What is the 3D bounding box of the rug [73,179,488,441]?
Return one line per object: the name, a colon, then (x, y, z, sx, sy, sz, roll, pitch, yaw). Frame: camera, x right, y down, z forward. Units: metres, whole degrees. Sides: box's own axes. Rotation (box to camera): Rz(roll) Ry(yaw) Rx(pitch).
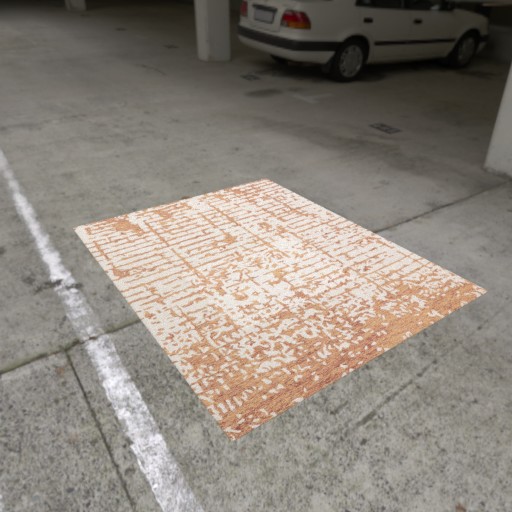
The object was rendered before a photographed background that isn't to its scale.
rug: (0.000, 0.000, 4.048, 2.441, 0.011, 3.050, -20, 36, -29)
